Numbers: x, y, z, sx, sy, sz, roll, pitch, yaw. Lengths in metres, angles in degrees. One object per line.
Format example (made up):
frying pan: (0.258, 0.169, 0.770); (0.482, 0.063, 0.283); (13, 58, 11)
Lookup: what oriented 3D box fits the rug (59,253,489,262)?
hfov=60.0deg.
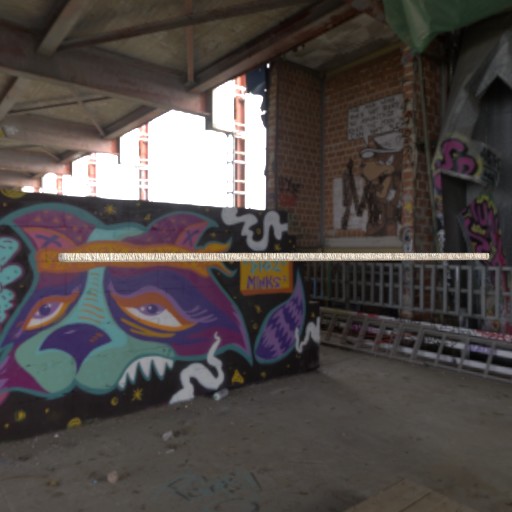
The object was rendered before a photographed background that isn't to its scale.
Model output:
rug: (0.000, 0.000, 2.100); (1.600, 0.027, 1.200); (0, 0, -18)
